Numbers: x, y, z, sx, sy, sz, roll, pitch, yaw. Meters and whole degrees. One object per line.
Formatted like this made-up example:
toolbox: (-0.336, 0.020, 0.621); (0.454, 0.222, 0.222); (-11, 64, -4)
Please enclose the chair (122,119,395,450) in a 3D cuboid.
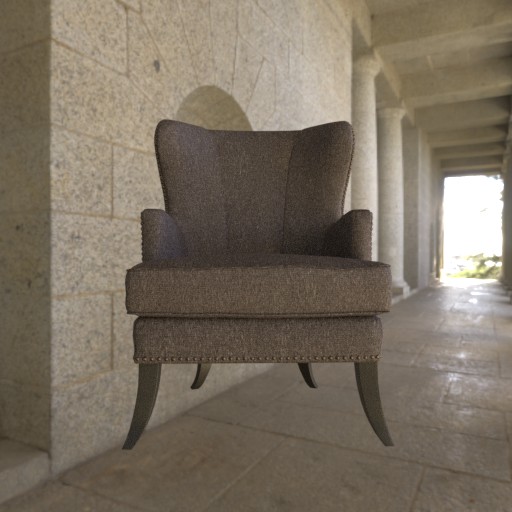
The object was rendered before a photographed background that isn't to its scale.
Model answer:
chair: (0.000, 0.000, 1.574); (0.759, 1.060, 0.758); (0, 0, -2)
